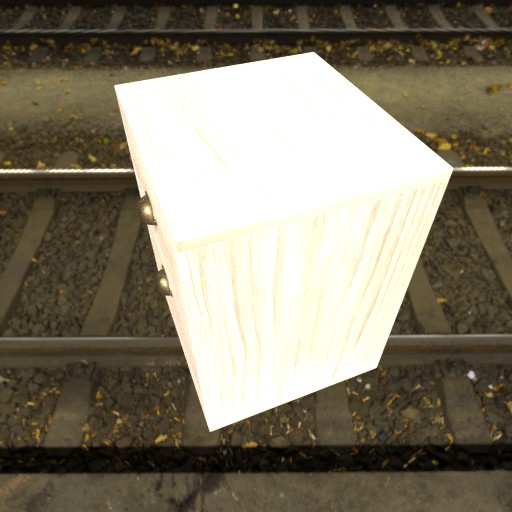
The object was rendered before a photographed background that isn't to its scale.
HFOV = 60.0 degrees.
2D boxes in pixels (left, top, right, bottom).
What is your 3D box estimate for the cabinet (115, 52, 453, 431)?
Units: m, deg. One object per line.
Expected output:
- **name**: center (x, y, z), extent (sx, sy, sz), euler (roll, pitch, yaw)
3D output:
- **cabinet**: center (0.000, 0.000, 0.876), extent (0.401, 0.579, 0.409), euler (-16, 48, -15)
